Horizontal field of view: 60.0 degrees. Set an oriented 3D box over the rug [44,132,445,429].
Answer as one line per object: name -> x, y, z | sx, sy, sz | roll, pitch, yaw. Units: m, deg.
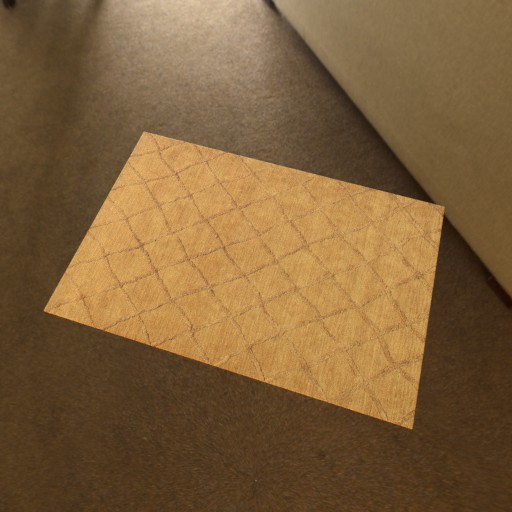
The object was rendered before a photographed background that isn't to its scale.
rug -> 0.000, 0.000, 2.935 | 2.292, 0.014, 1.528 | 16, 64, 8
